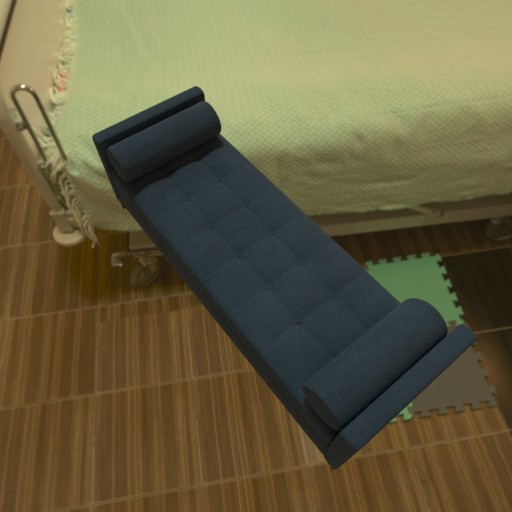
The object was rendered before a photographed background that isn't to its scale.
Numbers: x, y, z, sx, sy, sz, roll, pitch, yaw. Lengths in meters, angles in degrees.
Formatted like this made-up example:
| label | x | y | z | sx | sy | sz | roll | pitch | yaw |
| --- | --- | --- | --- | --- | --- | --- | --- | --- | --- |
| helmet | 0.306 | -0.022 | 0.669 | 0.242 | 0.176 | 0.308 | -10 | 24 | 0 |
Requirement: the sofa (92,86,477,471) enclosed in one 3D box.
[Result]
| label | x | y | z | sx | sy | sz | roll | pitch | yaw |
| --- | --- | --- | --- | --- | --- | --- | --- | --- | --- |
| sofa | 0.000 | 0.000 | 2.296 | 0.686 | 0.635 | 1.981 | -34 | 64 | -19 |
